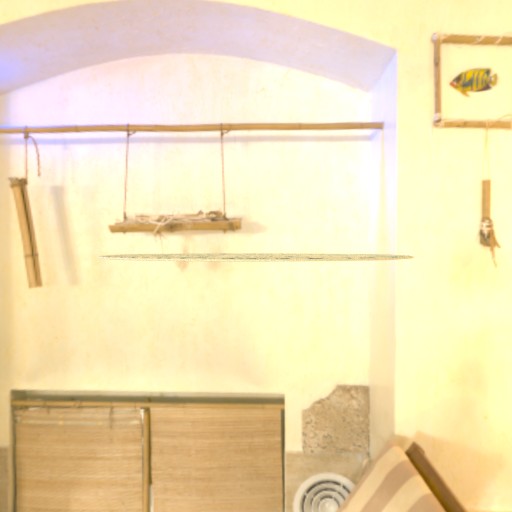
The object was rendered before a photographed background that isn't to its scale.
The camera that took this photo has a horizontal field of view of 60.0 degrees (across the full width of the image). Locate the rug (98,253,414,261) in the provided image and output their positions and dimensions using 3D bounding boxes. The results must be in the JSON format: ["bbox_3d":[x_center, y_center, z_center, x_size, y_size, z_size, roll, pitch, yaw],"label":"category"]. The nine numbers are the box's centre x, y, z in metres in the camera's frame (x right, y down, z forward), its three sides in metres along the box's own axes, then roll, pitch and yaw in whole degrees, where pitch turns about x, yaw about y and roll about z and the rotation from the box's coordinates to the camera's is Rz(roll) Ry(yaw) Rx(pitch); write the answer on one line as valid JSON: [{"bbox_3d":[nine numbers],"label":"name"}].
[{"bbox_3d":[0.000,0.000,2.370,1.593,0.012,1.593,0,1,0],"label":"rug"}]
